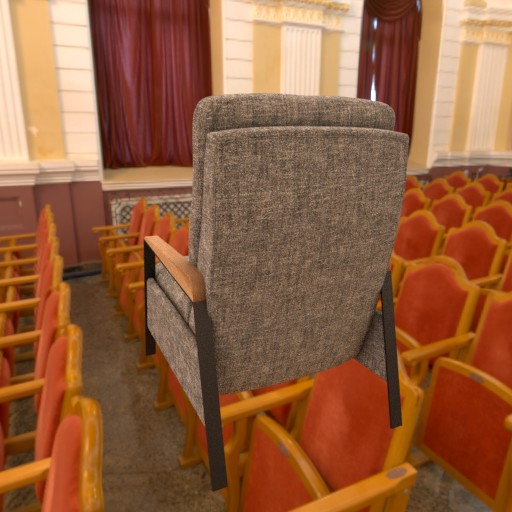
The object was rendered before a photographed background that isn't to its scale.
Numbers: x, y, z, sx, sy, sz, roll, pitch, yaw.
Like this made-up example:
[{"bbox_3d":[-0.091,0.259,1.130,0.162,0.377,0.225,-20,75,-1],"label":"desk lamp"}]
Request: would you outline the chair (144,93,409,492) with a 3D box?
[{"bbox_3d":[0.000,0.000,1.585,0.671,1.042,0.868,-7,17,-24],"label":"chair"}]
